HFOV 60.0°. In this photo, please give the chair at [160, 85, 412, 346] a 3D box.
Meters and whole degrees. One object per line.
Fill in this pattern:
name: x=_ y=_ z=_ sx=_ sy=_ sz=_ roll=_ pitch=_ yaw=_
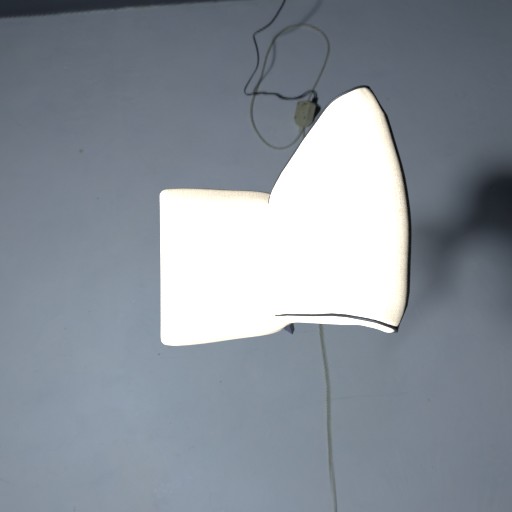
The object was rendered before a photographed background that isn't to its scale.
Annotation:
chair: x=0.000 y=0.000 z=1.352 sx=0.623 sy=0.997 sz=0.522 roll=-3 pitch=78 yaw=-1
